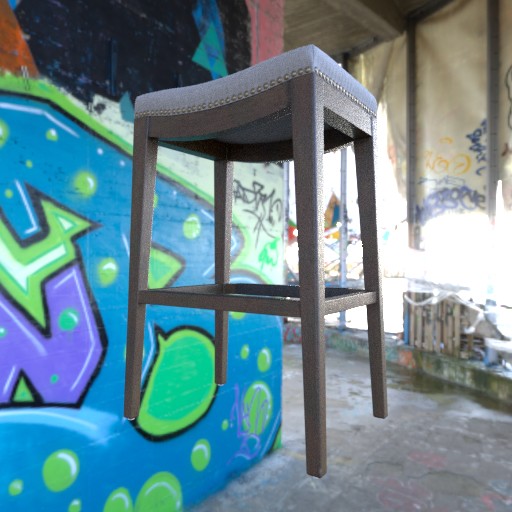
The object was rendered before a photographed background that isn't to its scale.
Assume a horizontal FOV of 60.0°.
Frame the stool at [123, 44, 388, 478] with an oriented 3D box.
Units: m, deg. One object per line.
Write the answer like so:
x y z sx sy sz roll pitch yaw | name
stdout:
0.000 0.000 1.037 0.508 0.762 0.356 0 0 34 | stool
